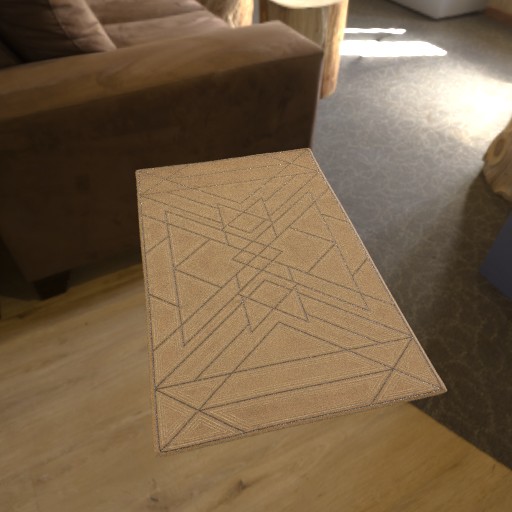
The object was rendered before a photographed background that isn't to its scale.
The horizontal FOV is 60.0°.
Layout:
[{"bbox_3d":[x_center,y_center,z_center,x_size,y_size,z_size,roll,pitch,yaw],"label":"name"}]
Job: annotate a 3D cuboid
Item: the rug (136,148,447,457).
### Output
[{"bbox_3d":[0.000,0.000,3.110,1.575,0.023,2.459,-9,47,-9],"label":"rug"}]
